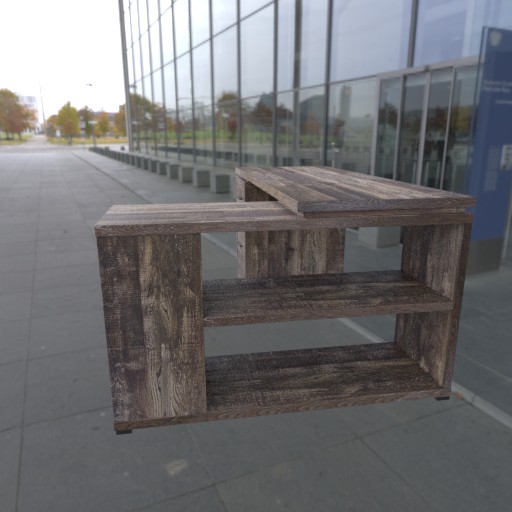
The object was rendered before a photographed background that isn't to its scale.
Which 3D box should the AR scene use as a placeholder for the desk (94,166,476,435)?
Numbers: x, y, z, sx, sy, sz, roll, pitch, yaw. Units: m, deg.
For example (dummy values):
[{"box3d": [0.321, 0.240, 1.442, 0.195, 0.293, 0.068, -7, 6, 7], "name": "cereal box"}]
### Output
[{"box3d": [0.000, 0.000, 2.175, 1.200, 0.753, 1.524, -3, 15, -9], "name": "desk"}]
